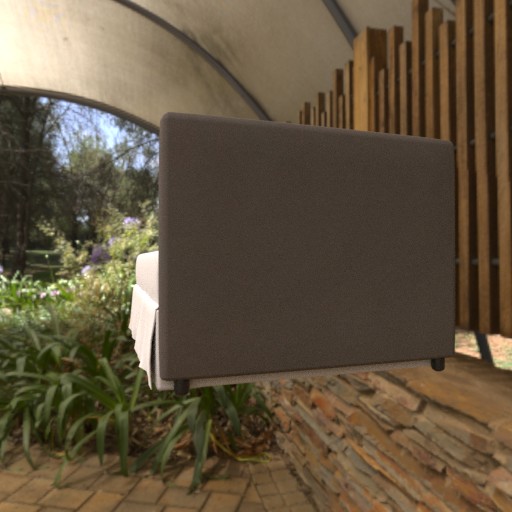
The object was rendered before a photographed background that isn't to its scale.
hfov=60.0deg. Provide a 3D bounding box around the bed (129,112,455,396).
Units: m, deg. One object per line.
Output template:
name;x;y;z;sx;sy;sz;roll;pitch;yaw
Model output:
bed;0.000;0.000;3.255;1.723;1.330;2.142;0;-1;-18
